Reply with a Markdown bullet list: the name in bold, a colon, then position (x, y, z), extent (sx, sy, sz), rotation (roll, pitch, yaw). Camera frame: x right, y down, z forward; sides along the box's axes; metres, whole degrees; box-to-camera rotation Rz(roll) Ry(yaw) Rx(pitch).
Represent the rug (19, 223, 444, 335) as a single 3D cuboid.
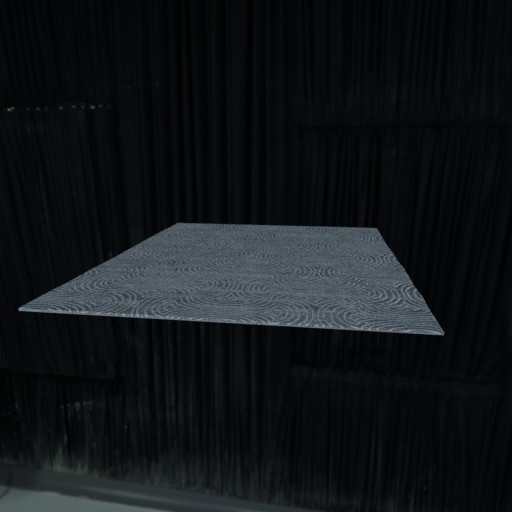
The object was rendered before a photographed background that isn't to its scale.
- **rug**: position (0.000, 0.000, 3.950), extent (2.456, 0.021, 3.042), rotation (2, 14, 8)
